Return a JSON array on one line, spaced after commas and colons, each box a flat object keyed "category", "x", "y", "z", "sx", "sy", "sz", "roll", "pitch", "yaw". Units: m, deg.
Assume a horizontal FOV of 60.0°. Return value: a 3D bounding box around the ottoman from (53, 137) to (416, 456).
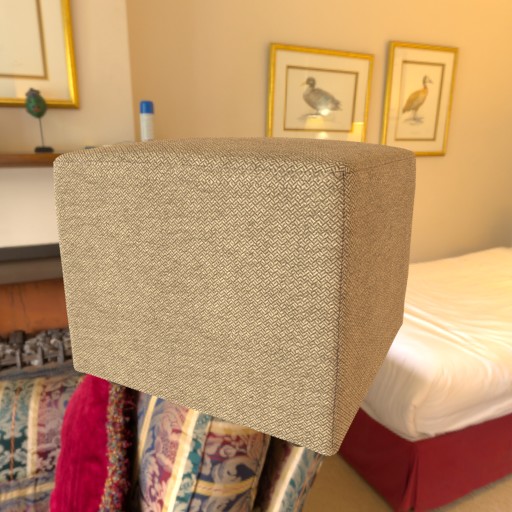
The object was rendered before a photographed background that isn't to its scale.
[{"category": "ottoman", "x": 0.000, "y": 0.000, "z": 0.875, "sx": 0.512, "sy": 0.453, "sz": 0.519, "roll": 8, "pitch": 17, "yaw": 27}]
